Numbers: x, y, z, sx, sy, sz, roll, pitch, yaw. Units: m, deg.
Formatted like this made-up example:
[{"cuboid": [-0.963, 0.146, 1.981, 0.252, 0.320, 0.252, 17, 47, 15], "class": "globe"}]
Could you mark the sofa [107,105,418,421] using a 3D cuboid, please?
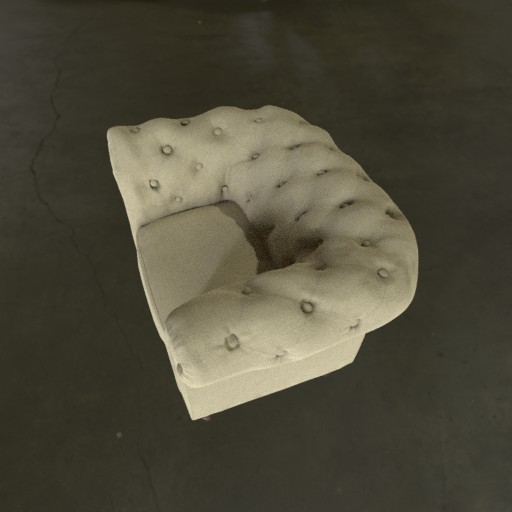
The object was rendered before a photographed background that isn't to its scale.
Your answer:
[{"cuboid": [0.000, 0.000, 2.032, 1.034, 0.878, 1.405, -16, 48, -15], "class": "sofa"}]
